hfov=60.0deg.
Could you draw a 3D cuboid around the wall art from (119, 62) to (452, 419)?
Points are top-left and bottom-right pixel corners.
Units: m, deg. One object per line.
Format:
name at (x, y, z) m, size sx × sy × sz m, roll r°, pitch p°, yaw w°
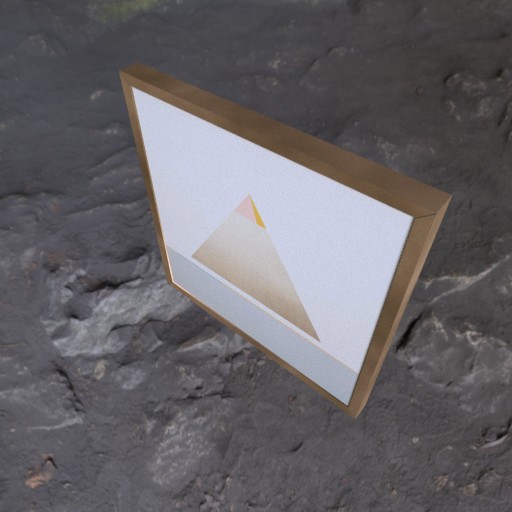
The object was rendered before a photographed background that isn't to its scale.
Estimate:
wall art at (0.000, 0.000, 0.761) m, size 0.513 × 0.511 × 0.038 m, roll 31°, pitch 54°, yaw 26°
